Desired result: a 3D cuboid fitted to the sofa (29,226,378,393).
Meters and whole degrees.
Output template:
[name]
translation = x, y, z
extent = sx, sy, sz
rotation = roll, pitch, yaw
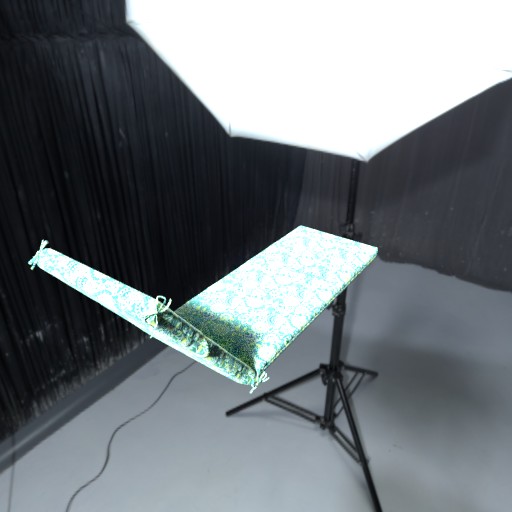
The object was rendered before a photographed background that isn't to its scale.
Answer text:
[sofa]
translation = 0.000, 0.000, 1.927
extent = 0.582, 0.622, 1.663
rotation = 19, 35, 31
